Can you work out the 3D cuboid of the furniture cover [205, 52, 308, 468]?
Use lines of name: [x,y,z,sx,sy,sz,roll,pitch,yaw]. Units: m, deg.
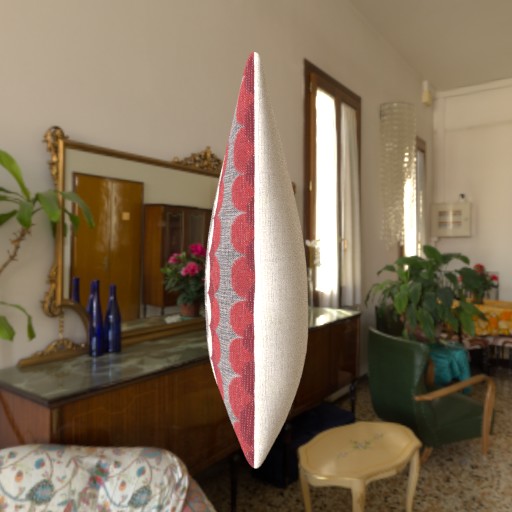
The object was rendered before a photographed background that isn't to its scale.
furniture cover: [0.000,0.000,0.653,0.145,0.420,0.435,0,1,0]
